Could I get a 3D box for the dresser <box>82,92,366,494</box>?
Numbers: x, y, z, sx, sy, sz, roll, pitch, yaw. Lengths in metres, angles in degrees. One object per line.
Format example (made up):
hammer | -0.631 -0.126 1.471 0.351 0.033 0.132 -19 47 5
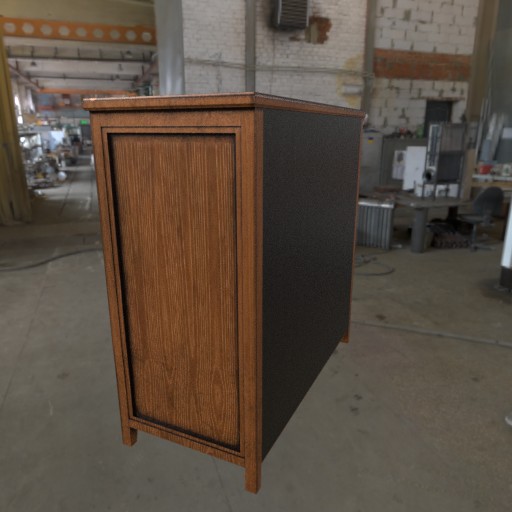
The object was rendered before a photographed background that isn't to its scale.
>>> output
dresser | 0.000 0.000 1.908 0.591 1.224 1.250 7 18 25
